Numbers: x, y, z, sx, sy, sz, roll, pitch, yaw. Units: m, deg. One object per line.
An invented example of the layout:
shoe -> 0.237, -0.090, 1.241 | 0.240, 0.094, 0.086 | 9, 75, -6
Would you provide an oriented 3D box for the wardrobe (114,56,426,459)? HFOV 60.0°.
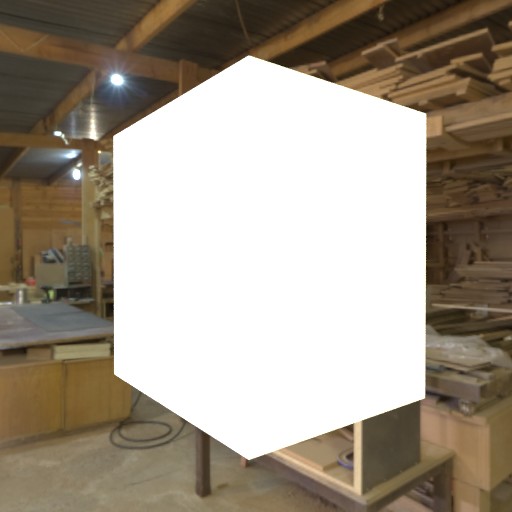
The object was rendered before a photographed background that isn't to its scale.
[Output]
wardrobe -> 0.000, 0.000, 0.889 | 0.400, 0.520, 0.500 | 0, 1, -37
